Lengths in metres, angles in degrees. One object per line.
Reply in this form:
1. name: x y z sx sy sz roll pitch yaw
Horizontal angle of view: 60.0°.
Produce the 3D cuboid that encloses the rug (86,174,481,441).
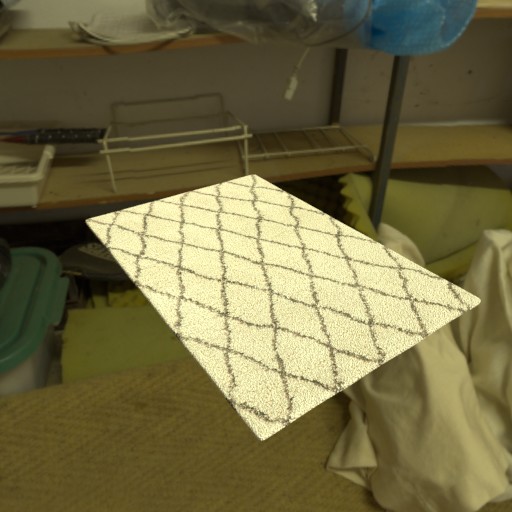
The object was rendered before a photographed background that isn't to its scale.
1. rug: 0.000 0.000 2.297 1.219 0.030 1.778 -21 38 -29
